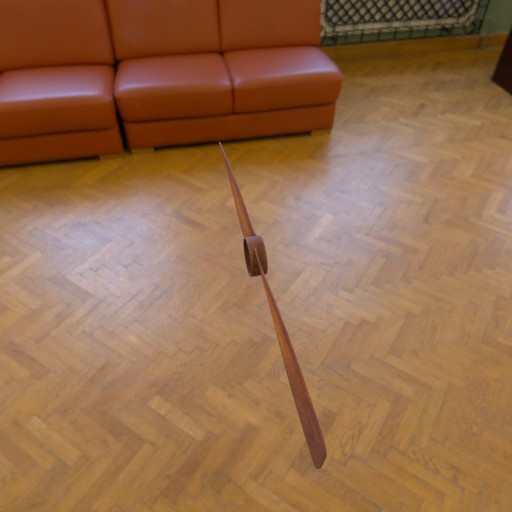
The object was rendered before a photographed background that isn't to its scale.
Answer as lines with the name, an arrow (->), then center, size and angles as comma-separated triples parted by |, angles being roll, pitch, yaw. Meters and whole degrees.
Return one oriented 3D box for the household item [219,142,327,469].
household item -> 0.000, 0.000, 1.275 | 0.051, 0.121, 1.181 | -9, 46, -9
